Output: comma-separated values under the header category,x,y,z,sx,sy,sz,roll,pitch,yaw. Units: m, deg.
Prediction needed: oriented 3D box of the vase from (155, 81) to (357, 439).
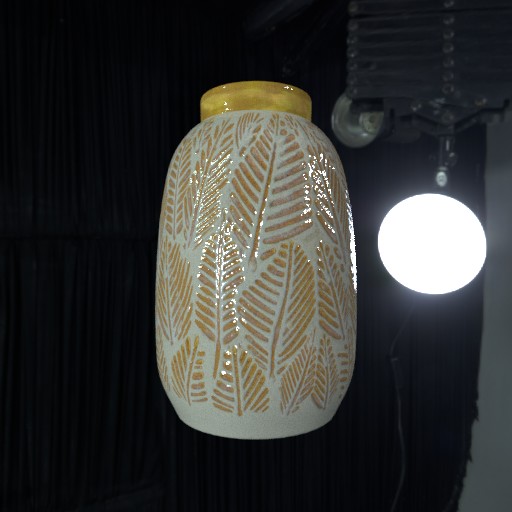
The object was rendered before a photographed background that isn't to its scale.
category,x,y,z,sx,sy,sz,roll,pitch,yaw
vase,0.000,0.000,0.388,0.172,0.270,0.172,0,0,0
